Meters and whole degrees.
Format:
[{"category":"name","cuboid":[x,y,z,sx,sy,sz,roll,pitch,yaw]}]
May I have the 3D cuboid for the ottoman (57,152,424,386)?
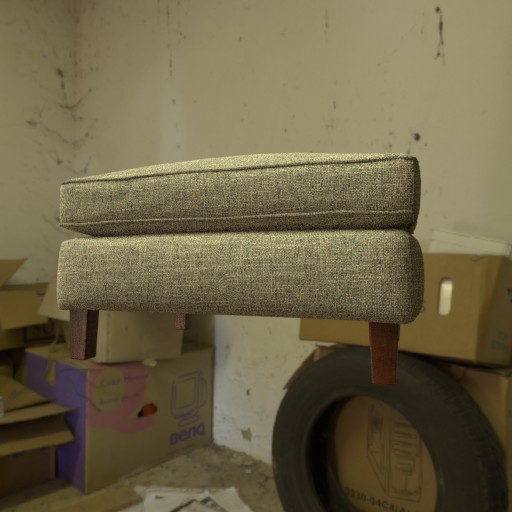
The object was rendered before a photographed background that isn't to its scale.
[{"category":"ottoman","cuboid":[0.000,0.000,0.978,0.686,0.406,0.508,0,-1,19]}]
